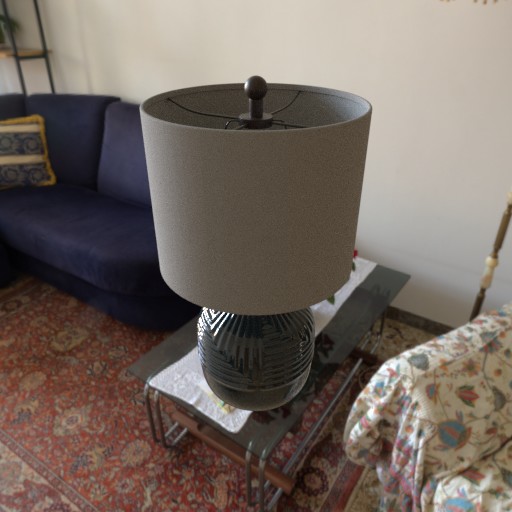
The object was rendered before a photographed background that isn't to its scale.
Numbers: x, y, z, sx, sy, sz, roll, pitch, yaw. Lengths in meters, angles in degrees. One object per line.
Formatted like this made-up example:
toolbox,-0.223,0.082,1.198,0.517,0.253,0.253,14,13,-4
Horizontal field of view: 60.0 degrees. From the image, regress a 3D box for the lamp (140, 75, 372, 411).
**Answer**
lamp,0.000,0.000,0.745,0.318,0.567,0.318,0,30,0
